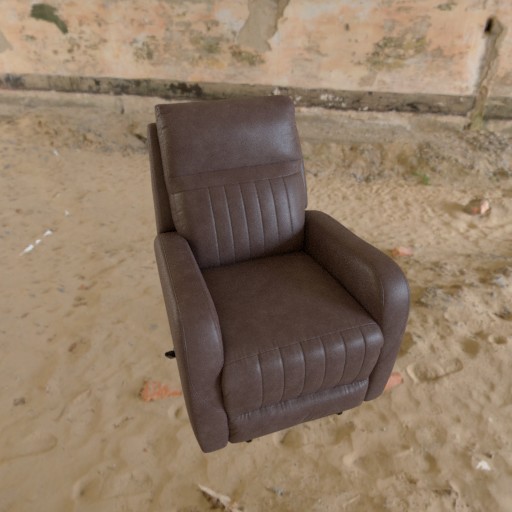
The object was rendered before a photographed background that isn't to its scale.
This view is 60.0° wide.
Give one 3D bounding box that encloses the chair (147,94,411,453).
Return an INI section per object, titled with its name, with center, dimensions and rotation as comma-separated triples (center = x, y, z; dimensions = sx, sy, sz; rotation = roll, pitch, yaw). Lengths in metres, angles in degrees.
[chair]
center = 0.000, 0.000, 1.819
dimensions = 0.865, 1.067, 1.067
rotation = -10, 34, -16
